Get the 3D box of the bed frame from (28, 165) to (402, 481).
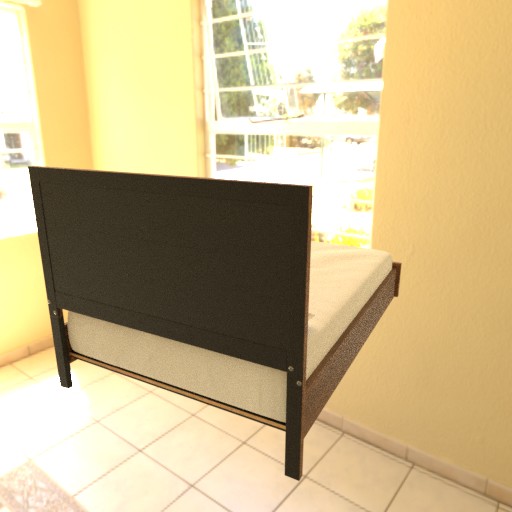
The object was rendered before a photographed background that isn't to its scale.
[{"bbox_3d":[0.000,0.000,3.269,1.696,1.417,2.276,9,19,27],"label":"bed frame"}]
